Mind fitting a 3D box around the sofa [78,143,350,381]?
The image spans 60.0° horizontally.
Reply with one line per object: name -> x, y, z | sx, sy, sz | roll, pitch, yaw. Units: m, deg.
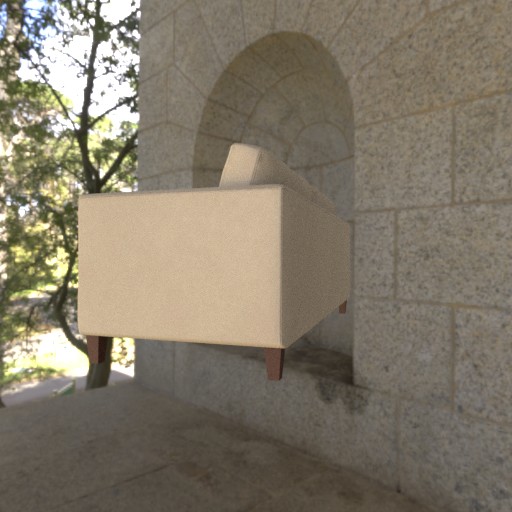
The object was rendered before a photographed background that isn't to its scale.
sofa -> 0.000, 0.000, 2.774 | 0.948, 0.932, 2.181 | 0, 0, 18
